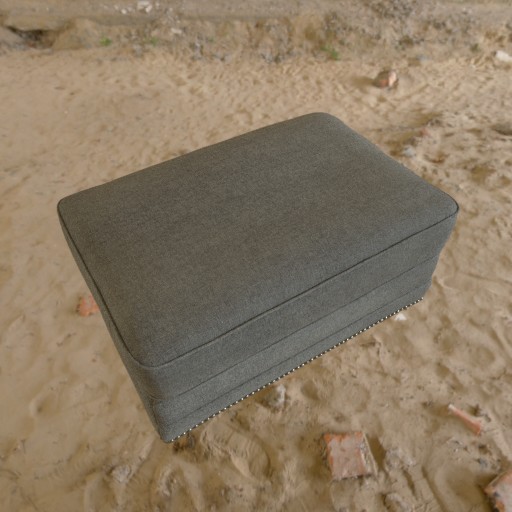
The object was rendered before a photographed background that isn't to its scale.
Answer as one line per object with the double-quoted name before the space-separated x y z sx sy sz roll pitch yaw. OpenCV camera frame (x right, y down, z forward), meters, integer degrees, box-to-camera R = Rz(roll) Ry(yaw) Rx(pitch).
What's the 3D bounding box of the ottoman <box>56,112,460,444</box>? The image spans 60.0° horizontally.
"ottoman" 0.000 0.000 1.148 0.813 0.457 0.561 -24 50 -21
